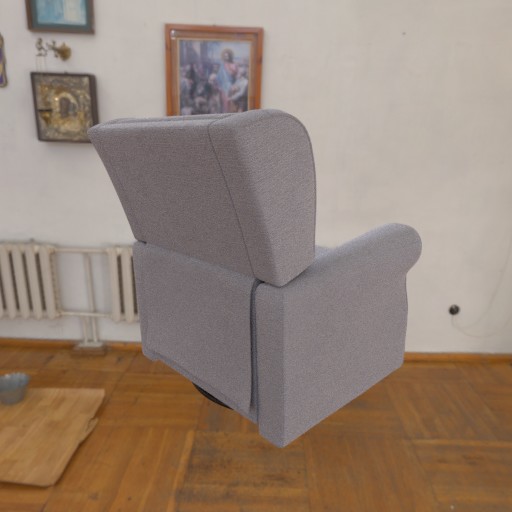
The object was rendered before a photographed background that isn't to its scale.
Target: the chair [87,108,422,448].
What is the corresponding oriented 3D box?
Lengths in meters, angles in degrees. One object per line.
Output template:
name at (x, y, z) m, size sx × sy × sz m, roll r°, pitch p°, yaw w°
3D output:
chair at (0.000, 0.000, 1.612) m, size 0.854 × 0.966 × 0.906 m, roll -14°, pitch 20°, yaw -41°
